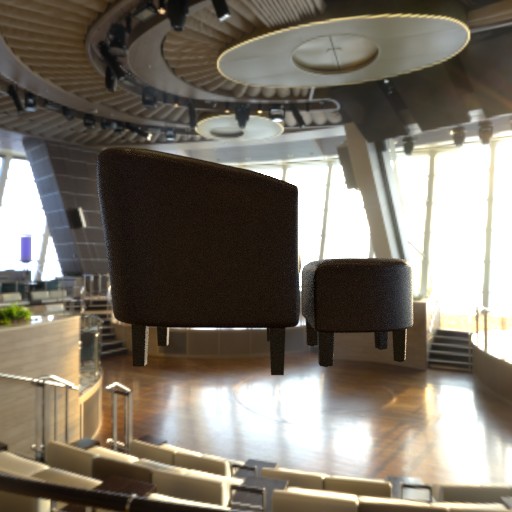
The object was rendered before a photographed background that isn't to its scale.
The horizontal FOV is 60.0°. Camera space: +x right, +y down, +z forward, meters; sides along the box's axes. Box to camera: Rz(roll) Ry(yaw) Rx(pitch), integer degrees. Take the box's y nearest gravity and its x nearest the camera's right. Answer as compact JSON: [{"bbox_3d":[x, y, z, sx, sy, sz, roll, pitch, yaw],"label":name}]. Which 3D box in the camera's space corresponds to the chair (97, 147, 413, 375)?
[{"bbox_3d":[0.000,0.000,1.697,1.176,0.755,0.737,0,-1,0],"label":"chair"}]
